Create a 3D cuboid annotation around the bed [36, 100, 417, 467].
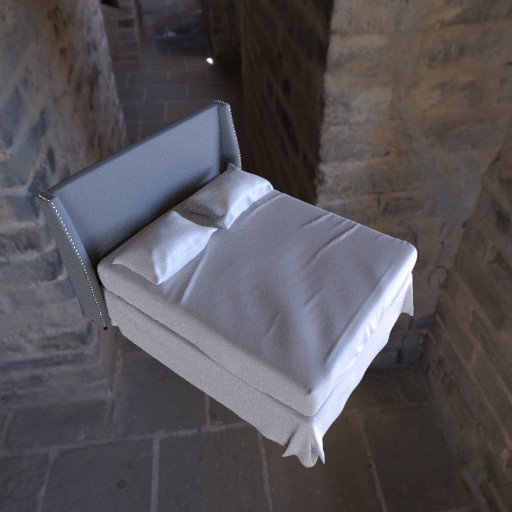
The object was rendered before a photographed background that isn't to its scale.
[{"bbox_3d":[0.000,0.000,3.452,2.276,1.332,1.925,26,48,26],"label":"bed"}]
